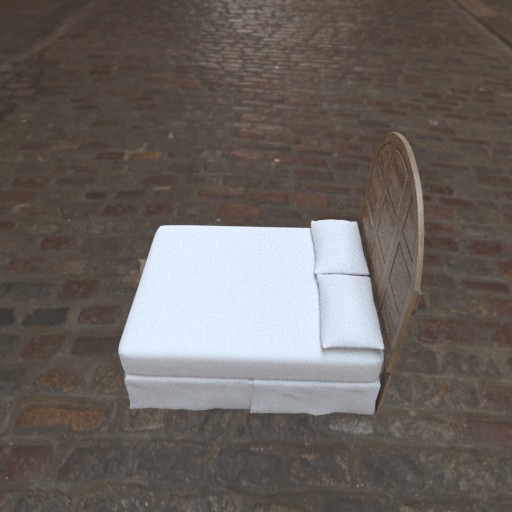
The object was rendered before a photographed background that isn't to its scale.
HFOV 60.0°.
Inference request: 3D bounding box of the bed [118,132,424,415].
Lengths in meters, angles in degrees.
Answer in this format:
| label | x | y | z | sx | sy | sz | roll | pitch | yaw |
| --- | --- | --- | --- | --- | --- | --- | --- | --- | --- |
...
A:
| label | x | y | z | sx | sy | sz | roll | pitch | yaw |
| --- | --- | --- | --- | --- | --- | --- | --- | --- | --- |
| bed | 0.000 | 0.000 | 3.633 | 2.112 | 2.002 | 1.713 | 1 | 42 | 2 |
